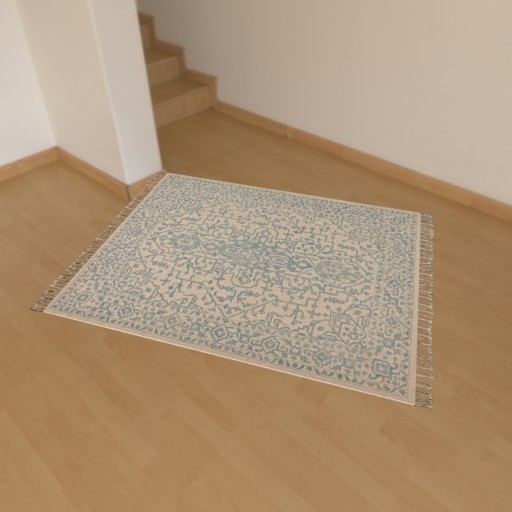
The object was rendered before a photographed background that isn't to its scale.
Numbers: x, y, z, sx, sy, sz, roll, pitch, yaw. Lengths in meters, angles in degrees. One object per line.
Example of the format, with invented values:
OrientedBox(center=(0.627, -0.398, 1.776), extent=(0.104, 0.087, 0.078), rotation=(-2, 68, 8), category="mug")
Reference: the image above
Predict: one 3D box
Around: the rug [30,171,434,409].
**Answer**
OrientedBox(center=(0.000, 0.000, 4.316), extent=(3.327, 0.010, 2.464), rotation=(11, 42, 13), category="rug")
